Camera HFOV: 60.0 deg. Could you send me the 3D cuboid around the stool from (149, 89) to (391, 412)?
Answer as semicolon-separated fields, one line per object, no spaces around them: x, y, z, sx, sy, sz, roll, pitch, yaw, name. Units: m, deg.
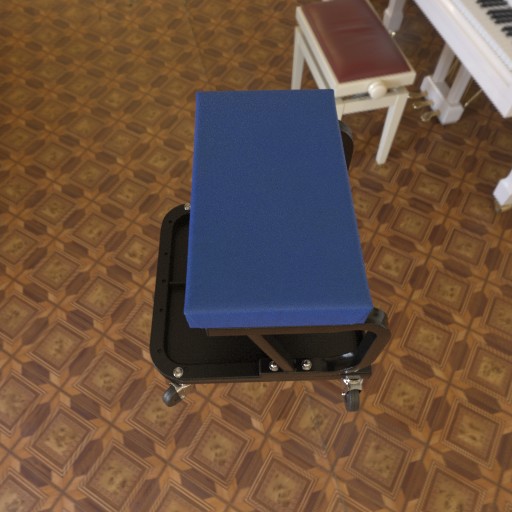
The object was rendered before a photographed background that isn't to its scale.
0.000;0.000;0.742;0.371;0.380;0.446;-2;59;-1;stool
